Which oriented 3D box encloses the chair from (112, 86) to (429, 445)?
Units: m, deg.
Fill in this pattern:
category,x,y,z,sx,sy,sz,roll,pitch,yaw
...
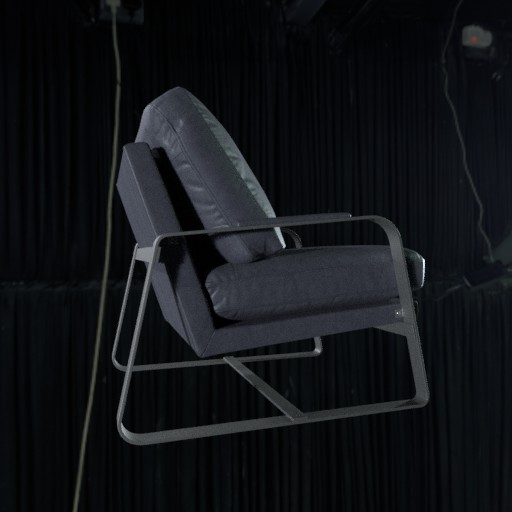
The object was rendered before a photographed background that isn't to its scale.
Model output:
category,x,y,z,sx,sy,sz,roll,pitch,yaw
chair,0.000,0.000,1.437,0.878,0.839,0.692,0,1,-19
